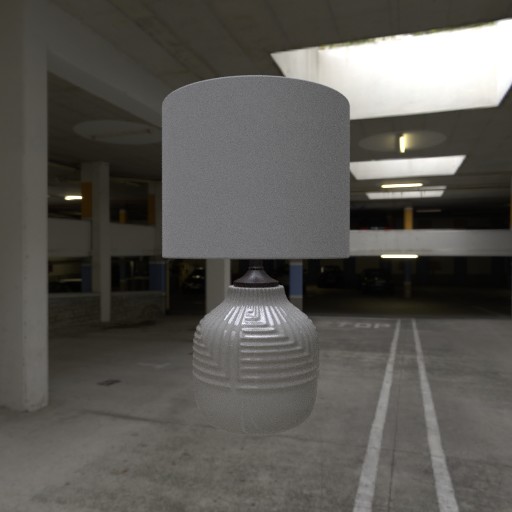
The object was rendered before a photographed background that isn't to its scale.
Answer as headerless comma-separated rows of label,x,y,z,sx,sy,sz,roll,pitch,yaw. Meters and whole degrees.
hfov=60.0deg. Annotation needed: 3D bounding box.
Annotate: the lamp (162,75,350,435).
lamp,0.000,0.000,0.768,0.318,0.567,0.318,0,1,0
